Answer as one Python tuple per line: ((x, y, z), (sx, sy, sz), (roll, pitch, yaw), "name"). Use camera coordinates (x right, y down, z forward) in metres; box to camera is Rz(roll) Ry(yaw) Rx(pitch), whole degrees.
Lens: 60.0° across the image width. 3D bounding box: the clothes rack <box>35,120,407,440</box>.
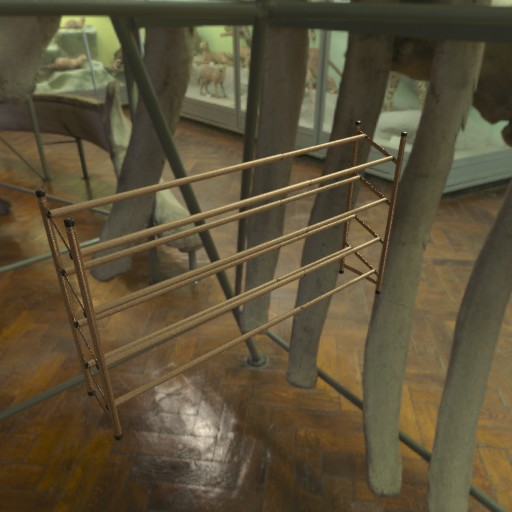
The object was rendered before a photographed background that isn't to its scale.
((0.000, 0.000, 1.455), (1.168, 0.672, 0.229), (-22, 36, -33), "clothes rack")
